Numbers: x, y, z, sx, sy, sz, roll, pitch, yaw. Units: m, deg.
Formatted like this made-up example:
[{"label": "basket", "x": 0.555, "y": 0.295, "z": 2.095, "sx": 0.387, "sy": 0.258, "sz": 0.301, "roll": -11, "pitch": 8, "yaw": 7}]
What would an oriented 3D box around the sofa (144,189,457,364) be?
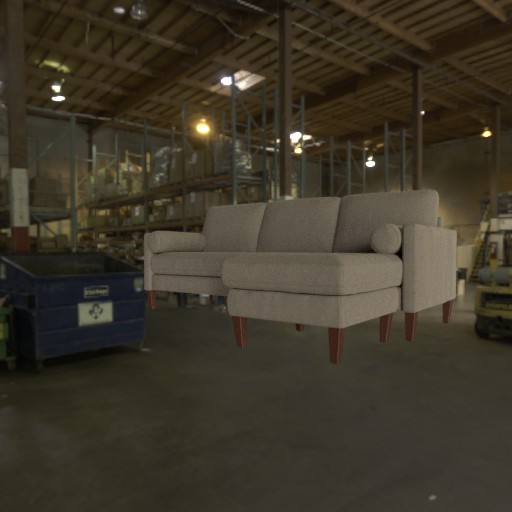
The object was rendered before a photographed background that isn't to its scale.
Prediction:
[{"label": "sofa", "x": 0.000, "y": 0.000, "z": 2.963, "sx": 2.178, "sy": 0.875, "sz": 1.506, "roll": 1, "pitch": 1, "yaw": 37}]
